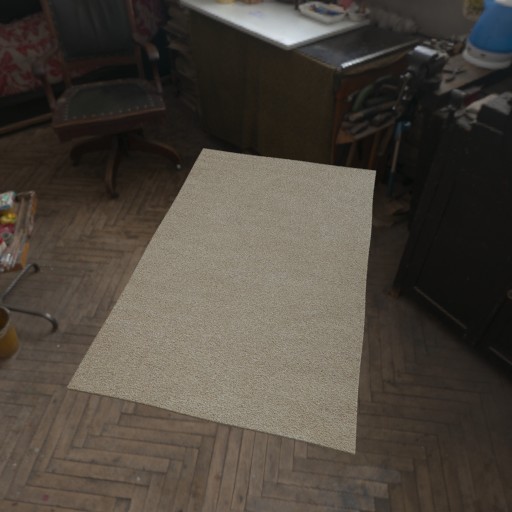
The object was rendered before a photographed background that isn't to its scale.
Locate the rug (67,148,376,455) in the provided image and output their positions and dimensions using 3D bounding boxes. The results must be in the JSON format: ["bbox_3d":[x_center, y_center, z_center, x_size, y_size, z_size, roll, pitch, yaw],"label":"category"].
[{"bbox_3d":[0.000,0.000,3.008,1.500,0.025,2.346,9,47,9],"label":"rug"}]
